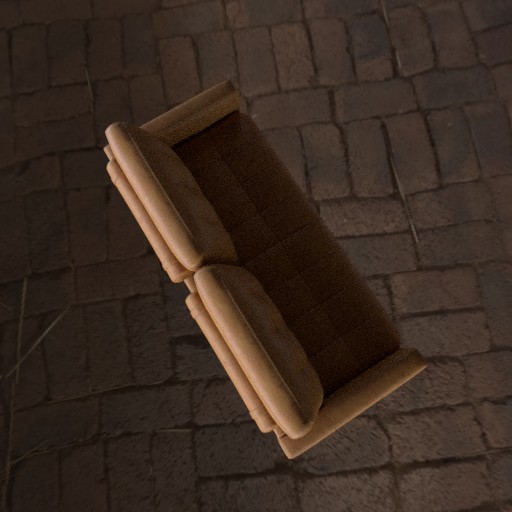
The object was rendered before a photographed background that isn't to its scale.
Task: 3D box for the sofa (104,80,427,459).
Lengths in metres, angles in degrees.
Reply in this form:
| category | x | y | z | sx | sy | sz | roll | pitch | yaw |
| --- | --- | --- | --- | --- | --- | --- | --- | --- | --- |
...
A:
| category | x | y | z | sx | sy | sz | roll | pitch | yaw |
| --- | --- | --- | --- | --- | --- | --- | --- | --- | --- |
| sofa | 0.000 | 0.000 | 2.308 | 0.850 | 0.898 | 1.821 | -31 | 79 | -7 |
